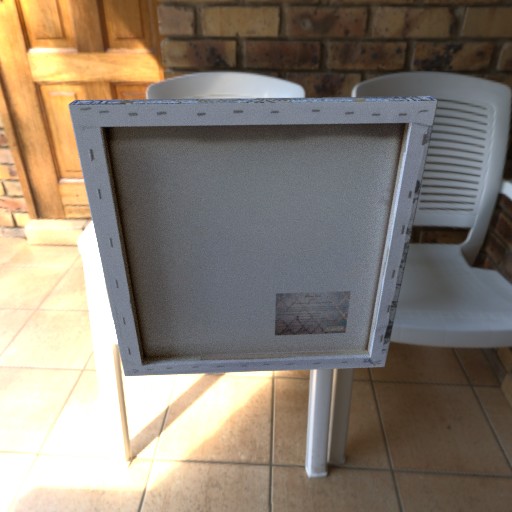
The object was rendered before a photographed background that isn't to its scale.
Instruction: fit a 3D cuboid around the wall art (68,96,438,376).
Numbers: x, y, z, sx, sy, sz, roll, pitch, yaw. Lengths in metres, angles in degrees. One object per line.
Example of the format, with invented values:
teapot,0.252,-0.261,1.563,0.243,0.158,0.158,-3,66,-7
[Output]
wall art,0.000,0.000,0.896,0.609,0.607,0.036,-1,30,-3
